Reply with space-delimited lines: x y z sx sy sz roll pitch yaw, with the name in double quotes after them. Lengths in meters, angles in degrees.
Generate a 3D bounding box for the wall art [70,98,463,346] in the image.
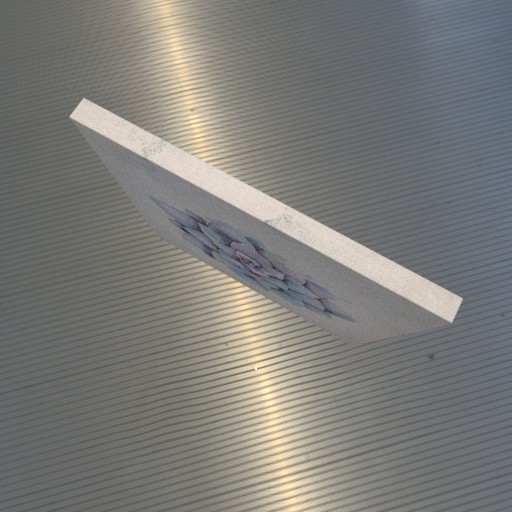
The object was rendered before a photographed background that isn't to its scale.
0.000 0.000 0.916 0.612 0.612 0.040 29 78 7 "wall art"
